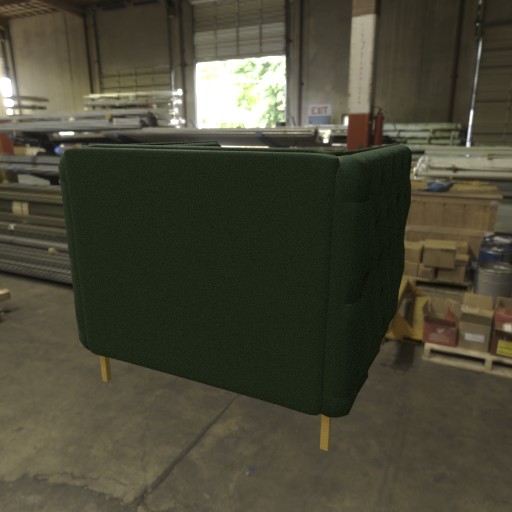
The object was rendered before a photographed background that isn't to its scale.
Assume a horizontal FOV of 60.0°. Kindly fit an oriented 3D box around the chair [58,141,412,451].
[{"bbox_3d":[0.000,0.000,1.539,0.917,0.768,0.855,8,18,25],"label":"chair"}]
